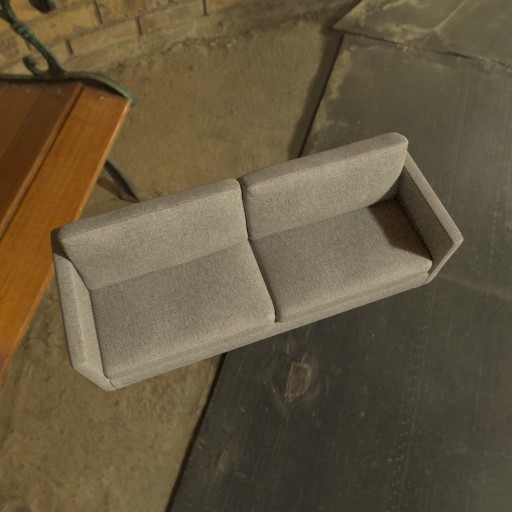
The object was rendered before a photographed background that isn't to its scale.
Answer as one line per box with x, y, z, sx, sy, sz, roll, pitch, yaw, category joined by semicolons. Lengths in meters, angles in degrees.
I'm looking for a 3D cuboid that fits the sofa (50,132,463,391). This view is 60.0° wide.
0.000;0.000;2.971;2.434;0.951;0.948;-17;63;-9;sofa
